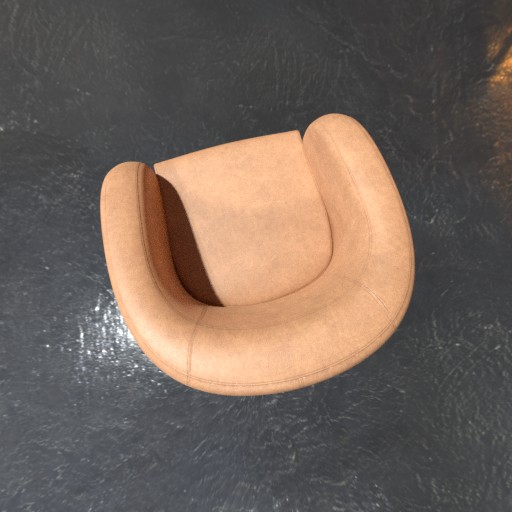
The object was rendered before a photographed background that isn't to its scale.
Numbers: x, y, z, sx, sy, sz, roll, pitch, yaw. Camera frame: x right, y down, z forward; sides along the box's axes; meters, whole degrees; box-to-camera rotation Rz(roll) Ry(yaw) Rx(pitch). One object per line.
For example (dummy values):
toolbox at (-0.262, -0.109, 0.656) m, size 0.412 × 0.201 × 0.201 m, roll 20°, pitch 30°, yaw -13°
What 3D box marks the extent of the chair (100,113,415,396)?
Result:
chair at (0.000, 0.000, 1.429) m, size 0.791 × 0.771 × 0.815 m, roll -14°, pitch 76°, yaw -4°
